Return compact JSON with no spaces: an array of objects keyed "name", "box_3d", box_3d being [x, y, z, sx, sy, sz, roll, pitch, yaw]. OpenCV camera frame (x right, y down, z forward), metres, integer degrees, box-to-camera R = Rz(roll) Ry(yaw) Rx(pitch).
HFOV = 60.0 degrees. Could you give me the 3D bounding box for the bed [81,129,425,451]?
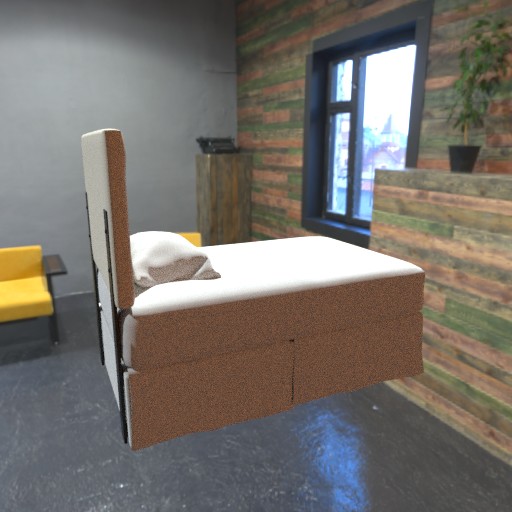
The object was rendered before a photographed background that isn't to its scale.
[{"name":"bed","box_3d":[0.000,0.000,2.962,1.997,1.571,1.261,-6,15,-25]}]
